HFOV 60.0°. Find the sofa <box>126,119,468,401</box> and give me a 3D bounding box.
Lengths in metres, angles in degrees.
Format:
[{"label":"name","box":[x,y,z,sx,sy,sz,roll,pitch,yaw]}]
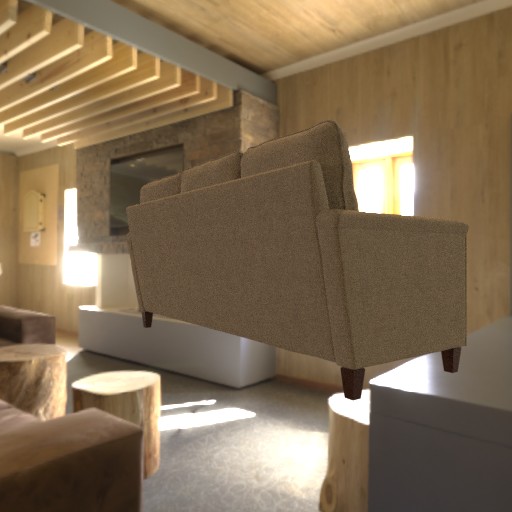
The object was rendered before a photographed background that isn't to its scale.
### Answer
[{"label":"sofa","box":[0.000,0.000,2.376,0.828,0.959,1.925,0,0,-36]}]
